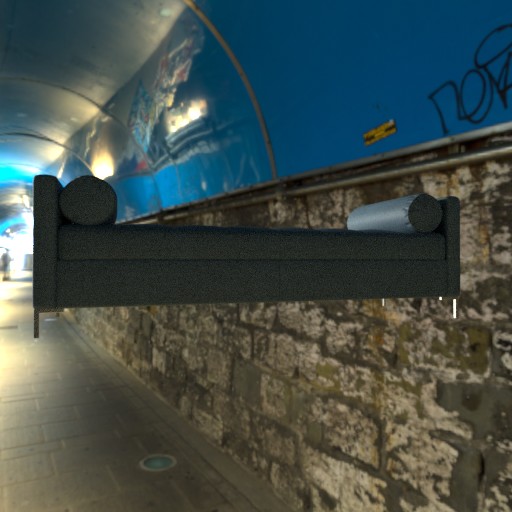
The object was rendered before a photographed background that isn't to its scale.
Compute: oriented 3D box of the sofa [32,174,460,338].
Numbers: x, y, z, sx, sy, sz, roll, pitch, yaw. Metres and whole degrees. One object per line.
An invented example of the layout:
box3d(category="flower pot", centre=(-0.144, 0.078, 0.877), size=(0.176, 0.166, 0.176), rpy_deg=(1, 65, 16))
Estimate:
box3d(category="sofa", centre=(0.000, 0.000, 2.286), size=(1.981, 0.635, 0.686), rpy_deg=(0, -1, -17))
